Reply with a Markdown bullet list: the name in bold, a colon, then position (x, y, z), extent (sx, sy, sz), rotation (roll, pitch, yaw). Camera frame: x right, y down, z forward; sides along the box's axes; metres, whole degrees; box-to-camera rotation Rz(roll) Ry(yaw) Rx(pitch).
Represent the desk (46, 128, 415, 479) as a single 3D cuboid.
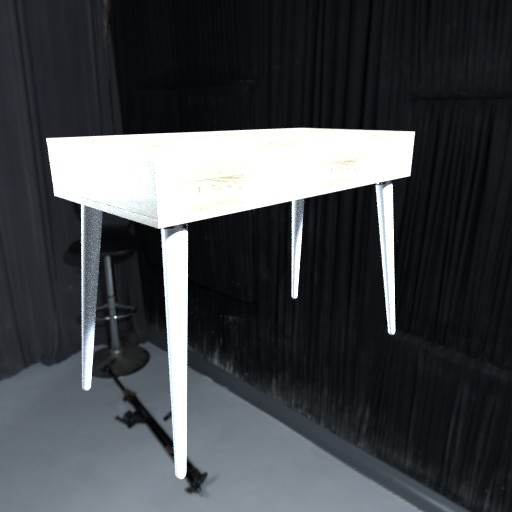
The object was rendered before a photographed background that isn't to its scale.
- **desk**: position (0.000, 0.000, 1.366), extent (0.491, 0.723, 0.979), rotation (17, 25, 42)
